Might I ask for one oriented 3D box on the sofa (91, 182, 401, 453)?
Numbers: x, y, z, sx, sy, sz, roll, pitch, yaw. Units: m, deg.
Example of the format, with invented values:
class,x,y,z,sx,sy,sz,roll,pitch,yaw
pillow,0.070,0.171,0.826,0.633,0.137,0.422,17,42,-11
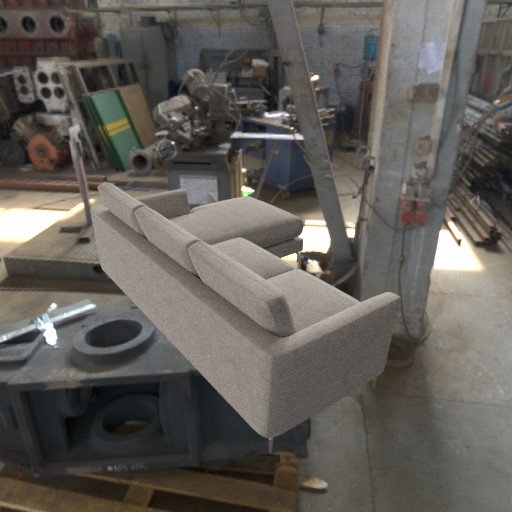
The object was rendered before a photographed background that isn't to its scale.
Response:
class,x,y,z,sx,sy,sz,roll,pitch,yaw
sofa,0.000,0.000,3.256,1.626,0.864,2.438,-18,31,-33
